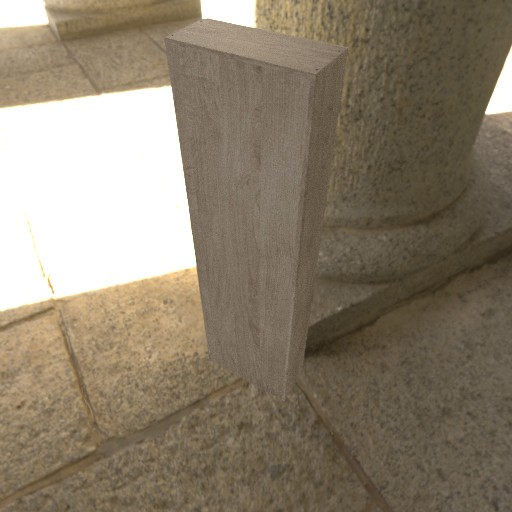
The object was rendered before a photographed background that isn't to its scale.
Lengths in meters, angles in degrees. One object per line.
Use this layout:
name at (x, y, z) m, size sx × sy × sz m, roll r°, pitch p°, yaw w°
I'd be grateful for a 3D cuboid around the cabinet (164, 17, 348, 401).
cabinet at (0.000, 0.000, 1.936) m, size 0.500 × 1.790 × 0.230 m, roll 23°, pitch 50°, yaw 21°
